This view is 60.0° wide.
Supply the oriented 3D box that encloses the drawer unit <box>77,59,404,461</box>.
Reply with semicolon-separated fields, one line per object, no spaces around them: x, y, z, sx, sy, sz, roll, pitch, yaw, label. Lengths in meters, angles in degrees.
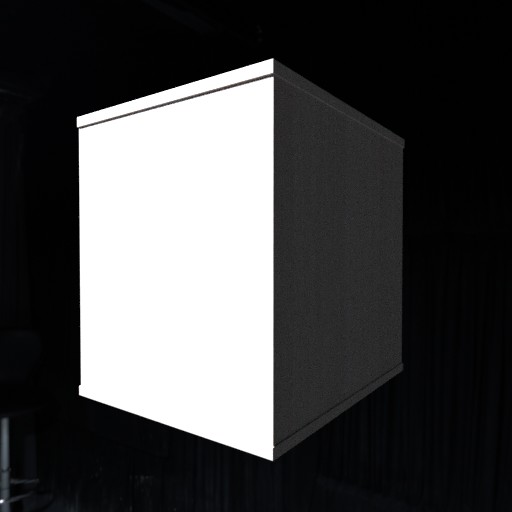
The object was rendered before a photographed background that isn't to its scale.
0.000;0.000;0.604;0.290;0.344;0.349;1;1;36;drawer unit
